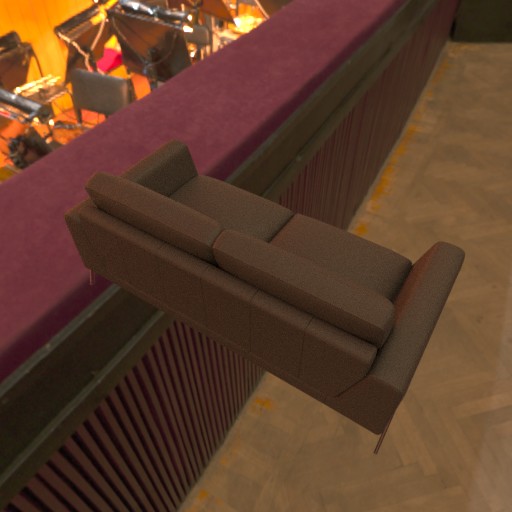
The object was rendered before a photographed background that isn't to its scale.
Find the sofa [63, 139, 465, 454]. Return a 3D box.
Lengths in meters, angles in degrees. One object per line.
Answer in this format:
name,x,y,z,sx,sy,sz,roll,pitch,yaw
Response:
sofa,0.000,0.000,2.518,2.017,0.875,0.953,25,51,22
